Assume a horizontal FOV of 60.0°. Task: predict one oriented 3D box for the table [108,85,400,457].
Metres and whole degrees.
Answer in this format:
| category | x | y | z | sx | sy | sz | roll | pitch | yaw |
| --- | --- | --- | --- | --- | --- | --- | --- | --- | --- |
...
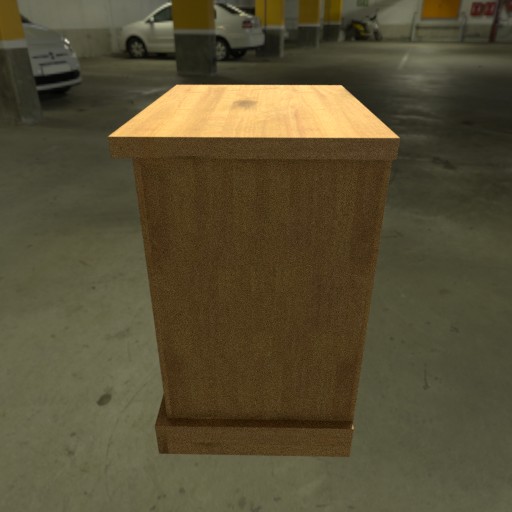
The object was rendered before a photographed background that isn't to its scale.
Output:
| category | x | y | z | sx | sy | sz | roll | pitch | yaw |
| --- | --- | --- | --- | --- | --- | --- | --- | --- | --- |
| table | 0.000 | 0.000 | 1.235 | 0.500 | 0.813 | 0.660 | 1 | 28 | 1 |
